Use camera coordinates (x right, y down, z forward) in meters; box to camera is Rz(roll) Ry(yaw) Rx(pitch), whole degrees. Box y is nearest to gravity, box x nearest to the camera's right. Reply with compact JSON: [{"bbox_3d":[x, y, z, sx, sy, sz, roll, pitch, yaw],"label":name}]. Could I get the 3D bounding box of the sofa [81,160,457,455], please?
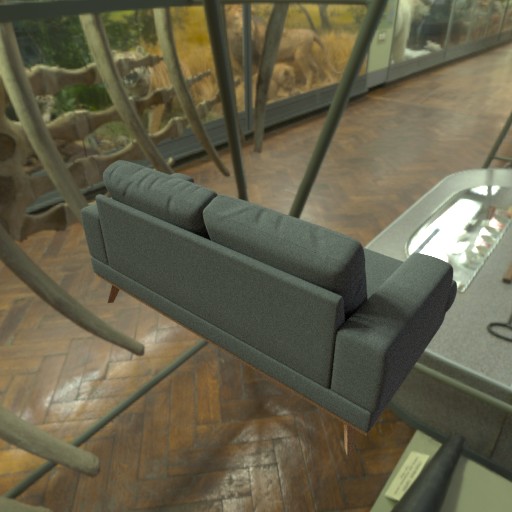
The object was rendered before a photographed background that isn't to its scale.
[{"bbox_3d":[0.000,0.000,2.087,1.650,0.810,0.785,23,38,32],"label":"sofa"}]
